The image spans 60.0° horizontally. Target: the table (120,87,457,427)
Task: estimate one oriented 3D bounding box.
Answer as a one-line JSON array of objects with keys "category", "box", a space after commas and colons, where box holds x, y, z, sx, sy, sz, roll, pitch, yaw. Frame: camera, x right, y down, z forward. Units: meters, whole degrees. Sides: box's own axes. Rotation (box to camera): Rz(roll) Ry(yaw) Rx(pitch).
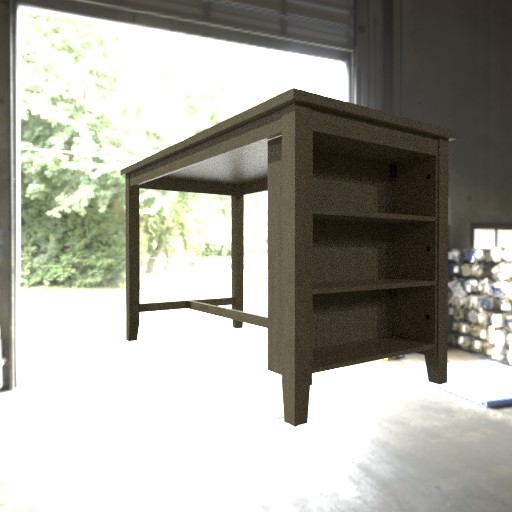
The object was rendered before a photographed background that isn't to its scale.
[{"category": "table", "box": [0.000, 0.000, 1.909, 0.729, 0.874, 1.397, -1, 1, -34]}]
